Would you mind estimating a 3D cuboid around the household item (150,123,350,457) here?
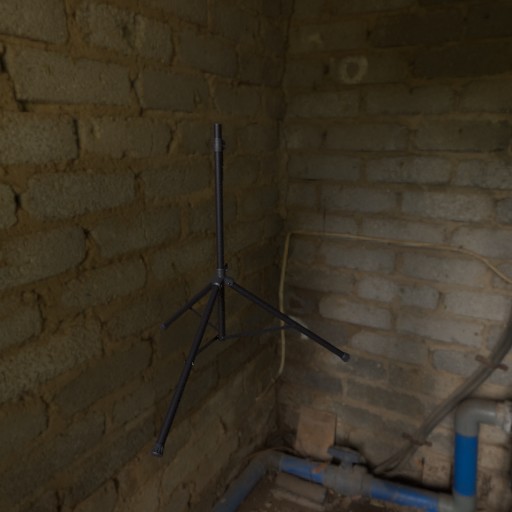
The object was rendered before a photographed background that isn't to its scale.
[{"bbox_3d":[0.000,0.000,2.794,1.339,1.595,1.596,-2,15,-9],"label":"household item"}]
